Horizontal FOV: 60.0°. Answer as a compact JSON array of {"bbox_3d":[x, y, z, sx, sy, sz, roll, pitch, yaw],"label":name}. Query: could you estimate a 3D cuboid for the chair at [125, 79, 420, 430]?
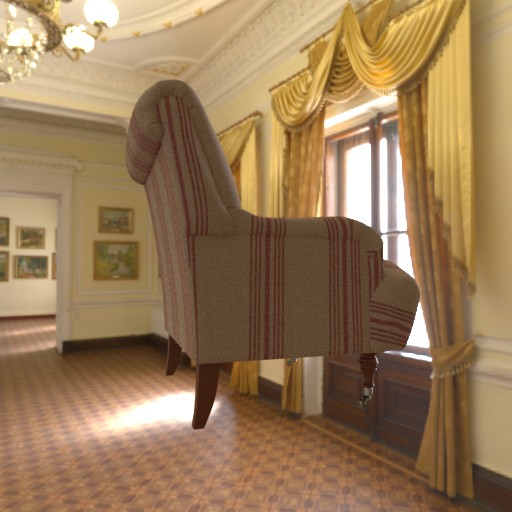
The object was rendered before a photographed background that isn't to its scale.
[{"bbox_3d":[0.000,0.000,1.876,1.058,1.123,0.933,0,-1,-18],"label":"chair"}]
